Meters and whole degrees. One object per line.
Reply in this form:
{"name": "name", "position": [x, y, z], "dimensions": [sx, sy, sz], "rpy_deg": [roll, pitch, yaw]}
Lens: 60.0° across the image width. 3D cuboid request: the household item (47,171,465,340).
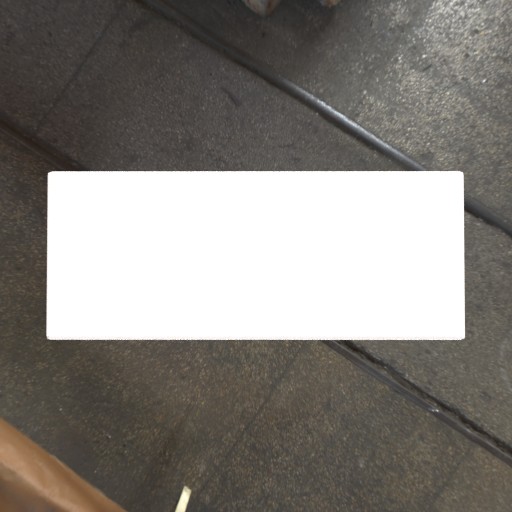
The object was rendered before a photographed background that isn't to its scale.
{"name": "household item", "position": [0.000, 0.000, 2.136], "dimensions": [1.905, 0.356, 0.787], "rpy_deg": [0, 89, 0]}
